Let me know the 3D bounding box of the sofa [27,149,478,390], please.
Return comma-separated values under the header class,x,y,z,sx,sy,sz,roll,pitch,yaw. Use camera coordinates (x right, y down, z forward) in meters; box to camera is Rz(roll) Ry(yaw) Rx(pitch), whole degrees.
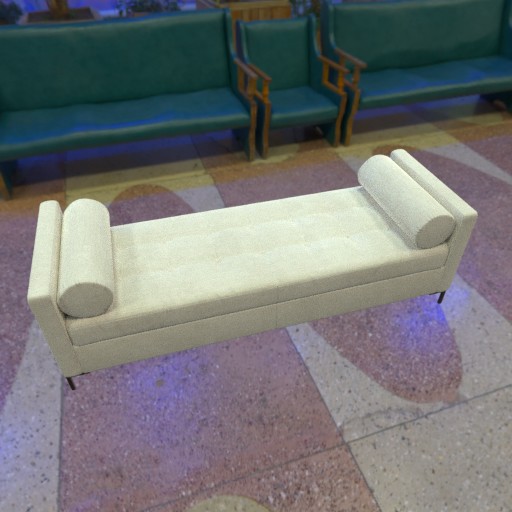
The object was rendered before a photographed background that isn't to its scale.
class,x,y,z,sx,sy,sz,roll,pitch,yaw
sofa,0.000,0.000,2.297,1.981,0.635,0.686,-11,42,-12
